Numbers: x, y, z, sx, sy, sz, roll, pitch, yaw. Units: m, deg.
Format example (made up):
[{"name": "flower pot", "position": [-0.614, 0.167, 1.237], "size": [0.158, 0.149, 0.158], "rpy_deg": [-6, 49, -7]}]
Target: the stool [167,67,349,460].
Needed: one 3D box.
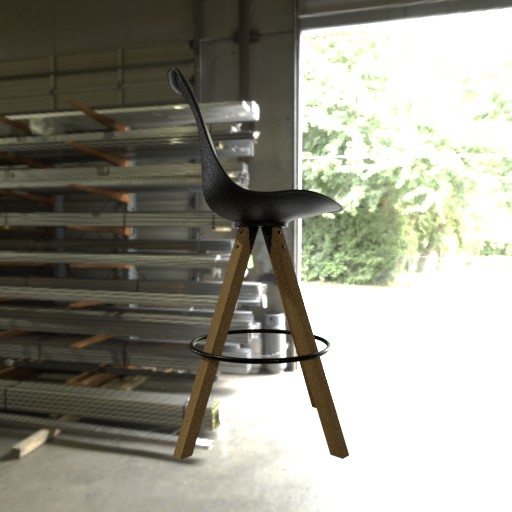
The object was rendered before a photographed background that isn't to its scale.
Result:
[{"name": "stool", "position": [0.000, 0.000, 1.422], "size": [0.550, 1.115, 0.485], "rpy_deg": [0, 1, -1]}]
